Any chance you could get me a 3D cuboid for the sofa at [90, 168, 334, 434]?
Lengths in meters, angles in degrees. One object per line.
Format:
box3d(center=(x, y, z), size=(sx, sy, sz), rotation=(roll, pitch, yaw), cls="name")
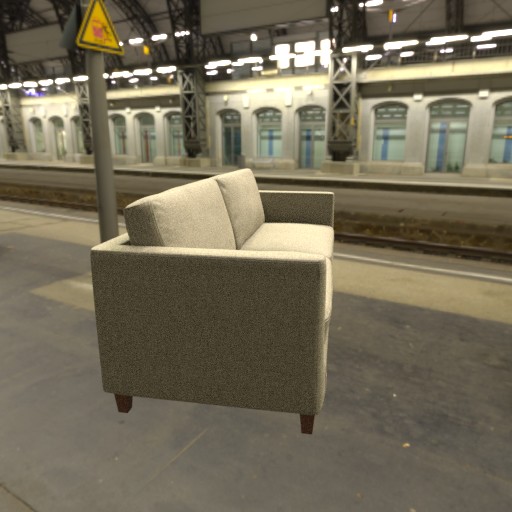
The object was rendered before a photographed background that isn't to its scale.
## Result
box3d(center=(0.000, 0.000, 2.742), size=(0.956, 0.960, 2.208), rotation=(3, 15, 10), cls="sofa")
